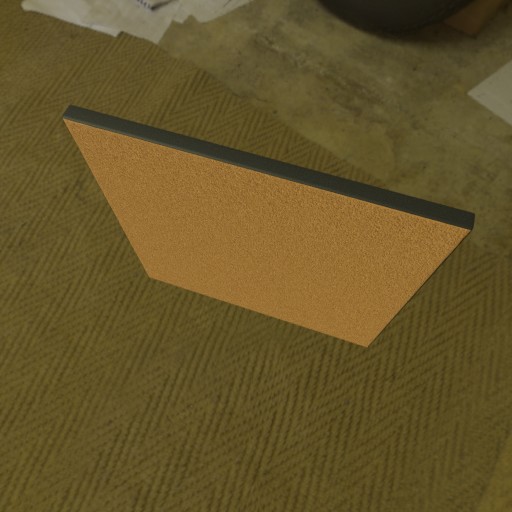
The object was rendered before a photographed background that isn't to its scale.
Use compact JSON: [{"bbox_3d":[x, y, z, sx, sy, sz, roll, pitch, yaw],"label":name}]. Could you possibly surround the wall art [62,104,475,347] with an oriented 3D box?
[{"bbox_3d":[0.000,0.000,0.673,0.456,0.453,0.022,17,65,8],"label":"wall art"}]
